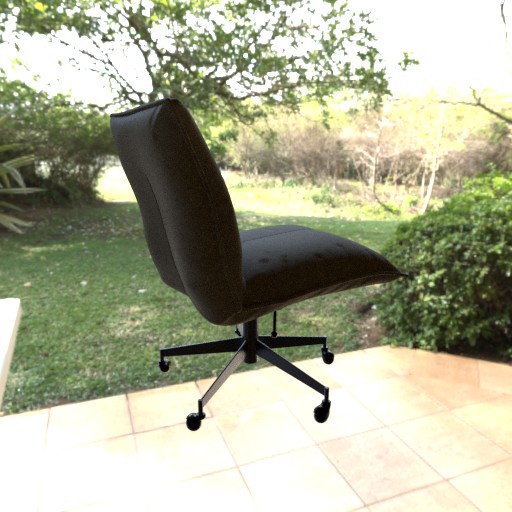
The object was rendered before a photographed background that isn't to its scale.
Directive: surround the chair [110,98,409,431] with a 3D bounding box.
[{"bbox_3d":[0.000,0.000,1.297,0.696,0.811,0.597,-7,15,-26],"label":"chair"}]
